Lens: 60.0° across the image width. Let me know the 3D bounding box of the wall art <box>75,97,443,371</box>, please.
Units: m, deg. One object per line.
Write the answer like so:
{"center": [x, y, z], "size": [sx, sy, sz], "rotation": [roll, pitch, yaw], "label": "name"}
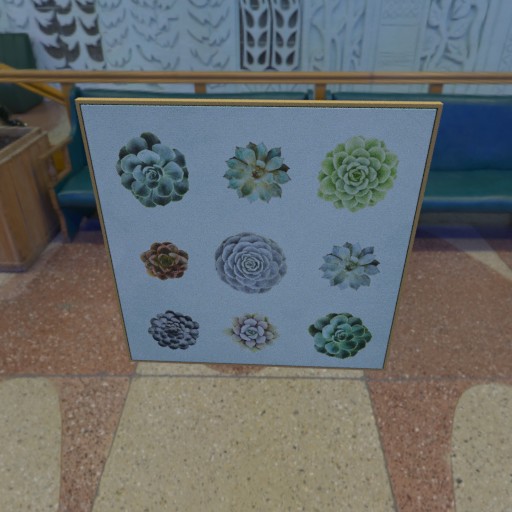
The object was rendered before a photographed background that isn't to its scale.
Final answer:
{"center": [0.000, 0.000, 0.673], "size": [0.457, 0.455, 0.013], "rotation": [2, 32, 2], "label": "wall art"}
